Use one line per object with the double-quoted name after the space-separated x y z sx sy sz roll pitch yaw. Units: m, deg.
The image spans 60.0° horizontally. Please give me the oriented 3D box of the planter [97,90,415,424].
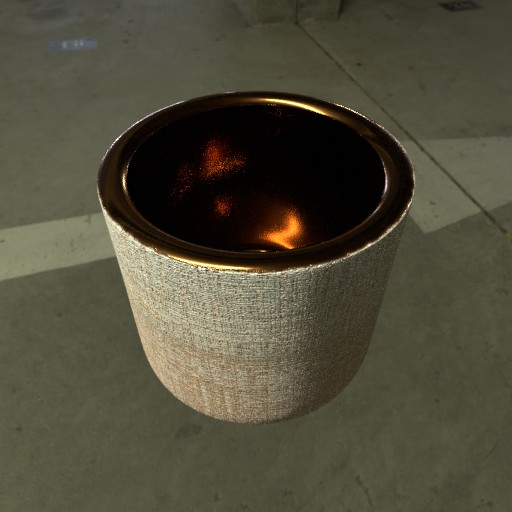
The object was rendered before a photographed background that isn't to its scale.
0.000 0.000 0.304 0.177 0.157 0.177 0 45 0 "planter"
